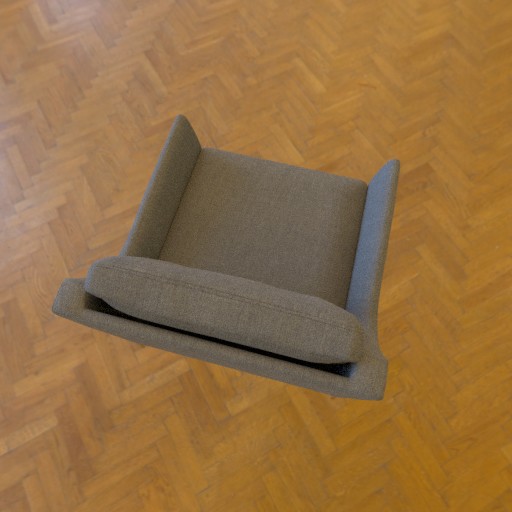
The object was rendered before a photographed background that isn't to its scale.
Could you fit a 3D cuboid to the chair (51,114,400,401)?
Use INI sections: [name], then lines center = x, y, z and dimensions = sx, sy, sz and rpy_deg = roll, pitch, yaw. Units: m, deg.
[chair]
center = 0.000, 0.000, 1.505
dimensions = 0.847, 0.828, 0.849
rpy_deg = 13, 66, 6
